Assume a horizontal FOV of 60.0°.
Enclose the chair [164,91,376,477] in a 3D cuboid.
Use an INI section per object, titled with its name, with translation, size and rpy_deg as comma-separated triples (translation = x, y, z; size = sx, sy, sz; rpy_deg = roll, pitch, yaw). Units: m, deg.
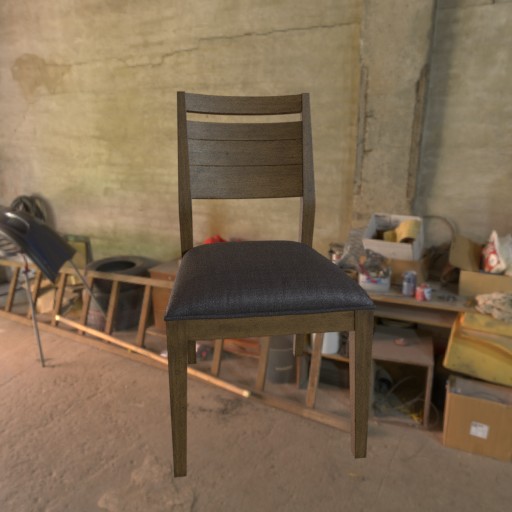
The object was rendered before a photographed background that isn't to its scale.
[chair]
translation = 0.000, 0.000, 1.285
size = 0.501, 0.939, 0.610
rpy_deg = -2, 15, -8
